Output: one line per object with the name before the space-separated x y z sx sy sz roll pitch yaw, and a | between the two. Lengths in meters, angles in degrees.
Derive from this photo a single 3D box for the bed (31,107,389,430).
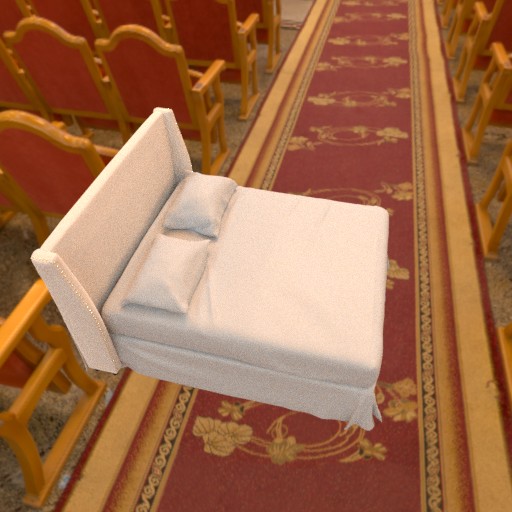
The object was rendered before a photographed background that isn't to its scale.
bed | 0.000 0.000 3.491 2.276 1.332 1.925 10 47 10
